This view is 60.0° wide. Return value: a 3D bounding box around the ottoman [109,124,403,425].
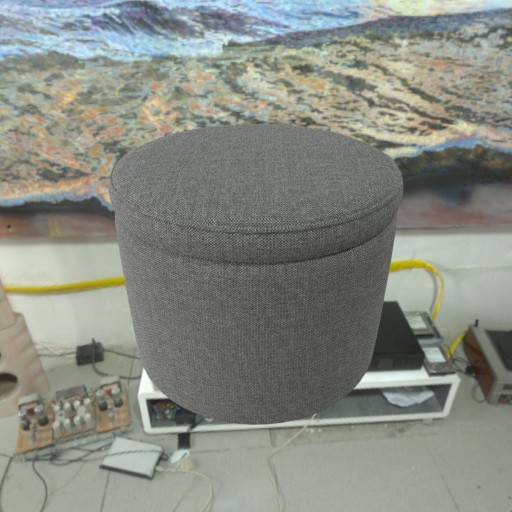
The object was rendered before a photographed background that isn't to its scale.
[{"bbox_3d":[0.000,0.000,0.900,0.520,0.430,0.520,0,31,0],"label":"ottoman"}]
